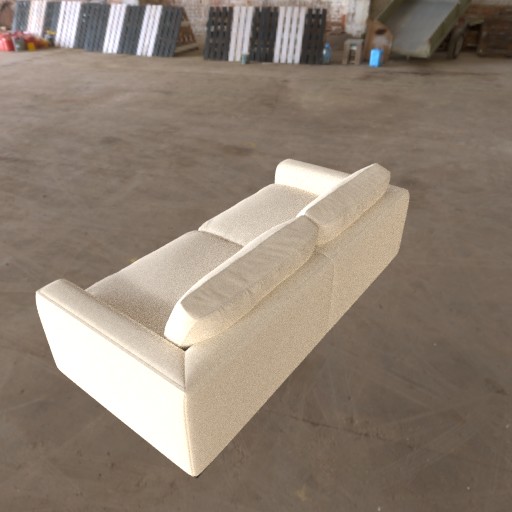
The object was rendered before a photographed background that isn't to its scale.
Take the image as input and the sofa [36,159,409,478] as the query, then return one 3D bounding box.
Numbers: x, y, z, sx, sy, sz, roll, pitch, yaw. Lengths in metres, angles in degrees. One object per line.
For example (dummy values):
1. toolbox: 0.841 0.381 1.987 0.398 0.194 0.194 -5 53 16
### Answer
1. sofa: 0.000 0.000 2.707 1.070 0.801 2.262 22 39 30
